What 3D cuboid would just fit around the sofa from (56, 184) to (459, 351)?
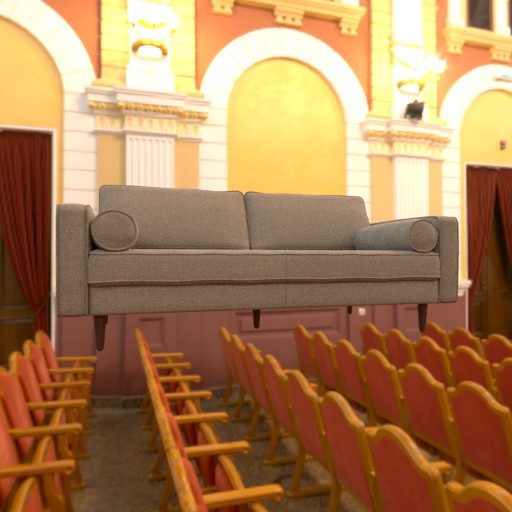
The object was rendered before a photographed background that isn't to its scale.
[{"bbox_3d":[0.000,0.000,2.350,1.879,0.762,0.914,0,0,-17],"label":"sofa"}]
